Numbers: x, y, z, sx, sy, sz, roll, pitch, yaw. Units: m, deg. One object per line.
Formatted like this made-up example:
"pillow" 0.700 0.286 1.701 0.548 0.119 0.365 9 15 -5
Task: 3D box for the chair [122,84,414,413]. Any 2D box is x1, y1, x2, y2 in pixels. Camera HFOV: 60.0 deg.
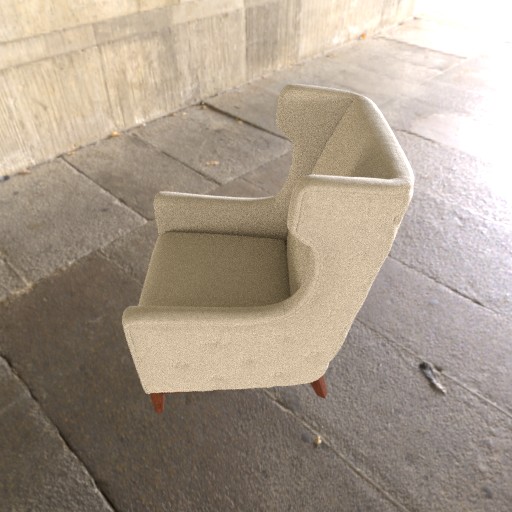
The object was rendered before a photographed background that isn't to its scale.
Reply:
"chair" 0.000 0.000 1.714 0.899 1.079 0.778 -1 41 -1
